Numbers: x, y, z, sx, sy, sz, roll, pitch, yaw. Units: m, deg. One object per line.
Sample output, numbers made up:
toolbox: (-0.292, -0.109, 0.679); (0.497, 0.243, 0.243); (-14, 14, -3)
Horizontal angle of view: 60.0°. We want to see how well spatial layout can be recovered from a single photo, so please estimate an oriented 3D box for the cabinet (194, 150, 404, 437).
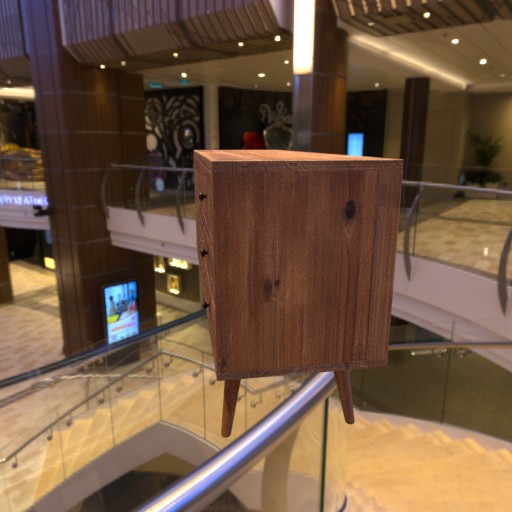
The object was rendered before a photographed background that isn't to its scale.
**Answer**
cabinet: (0.000, 0.000, 1.769); (0.472, 0.800, 1.400); (-2, 15, -9)
